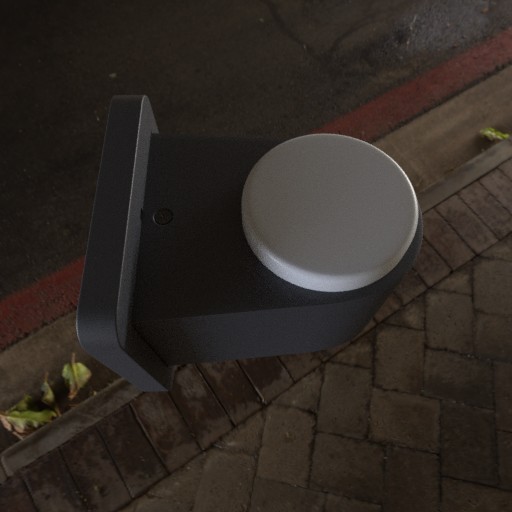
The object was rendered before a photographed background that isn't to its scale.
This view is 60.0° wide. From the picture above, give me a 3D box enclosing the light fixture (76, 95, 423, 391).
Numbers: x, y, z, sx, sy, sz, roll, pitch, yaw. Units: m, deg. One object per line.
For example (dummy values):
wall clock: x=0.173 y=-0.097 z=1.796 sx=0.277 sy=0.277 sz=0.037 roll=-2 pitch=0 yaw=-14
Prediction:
light fixture: x=0.000 y=0.000 z=0.209 sx=0.132 sy=0.109 sz=0.109 roll=-1 pitch=64 yaw=-1
